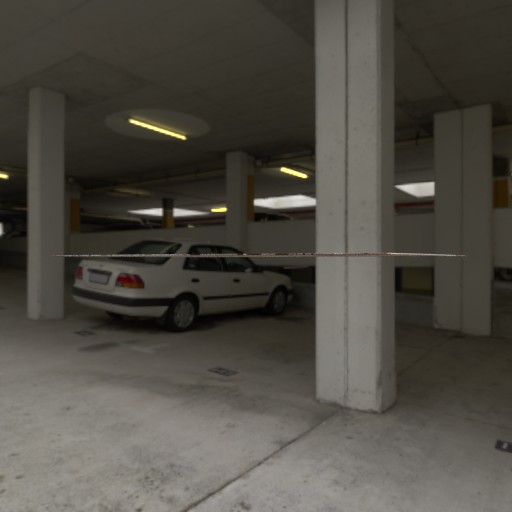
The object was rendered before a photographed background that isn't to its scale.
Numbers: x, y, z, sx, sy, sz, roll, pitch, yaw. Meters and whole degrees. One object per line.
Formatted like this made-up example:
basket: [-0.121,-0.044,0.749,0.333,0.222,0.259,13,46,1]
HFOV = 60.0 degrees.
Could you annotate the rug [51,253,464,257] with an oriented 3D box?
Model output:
rug: [0.000,0.000,2.392,1.918,0.007,1.268,0,0,35]
